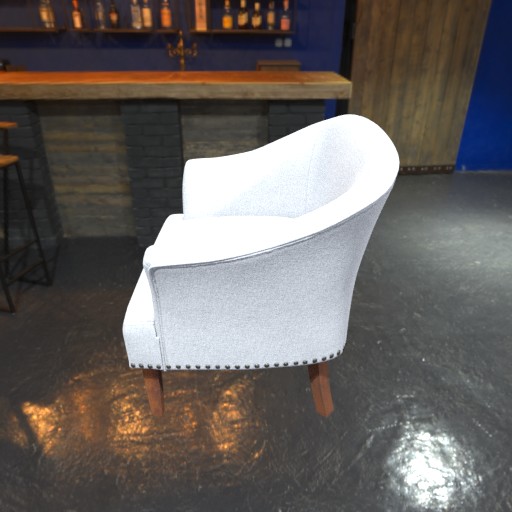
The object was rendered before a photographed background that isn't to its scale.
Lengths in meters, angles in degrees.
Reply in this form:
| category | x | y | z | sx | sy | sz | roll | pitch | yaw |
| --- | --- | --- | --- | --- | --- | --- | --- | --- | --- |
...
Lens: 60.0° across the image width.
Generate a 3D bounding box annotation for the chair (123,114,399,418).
| category | x | y | z | sx | sy | sz | roll | pitch | yaw |
| --- | --- | --- | --- | --- | --- | --- | --- | --- | --- |
| chair | 0.000 | 0.000 | 1.429 | 0.704 | 0.815 | 0.798 | 0 | 28 | 0 |
